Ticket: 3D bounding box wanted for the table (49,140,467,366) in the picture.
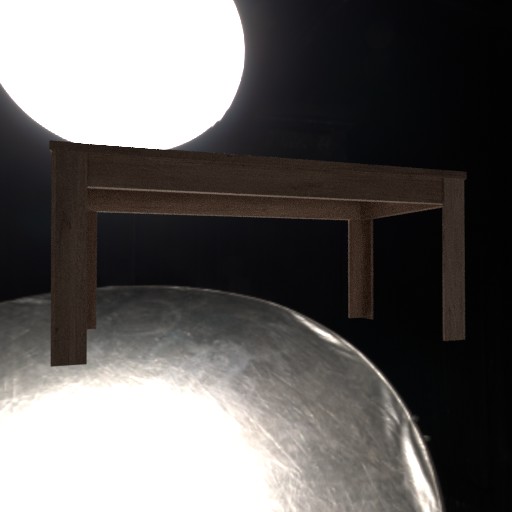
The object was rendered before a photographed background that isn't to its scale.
[{"bbox_3d":[0.000,0.000,2.242,1.800,0.790,0.900,0,-1,-18],"label":"table"}]
